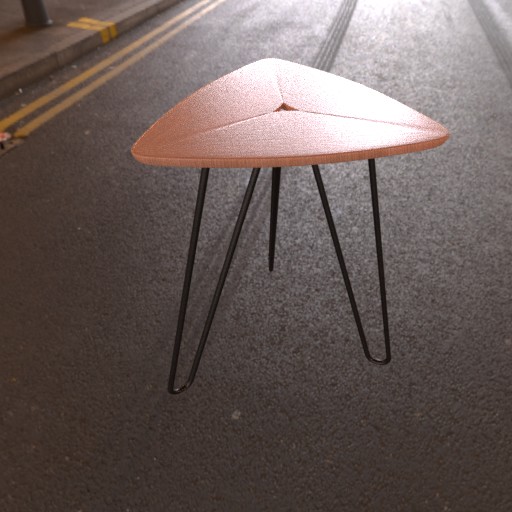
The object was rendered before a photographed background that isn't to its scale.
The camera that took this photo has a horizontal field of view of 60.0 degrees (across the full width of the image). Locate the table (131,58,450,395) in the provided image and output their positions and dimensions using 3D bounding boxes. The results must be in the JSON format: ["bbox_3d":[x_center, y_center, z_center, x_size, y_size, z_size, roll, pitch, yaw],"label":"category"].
[{"bbox_3d":[0.000,0.000,0.859,0.455,0.564,0.442,-25,47,-26],"label":"table"}]
